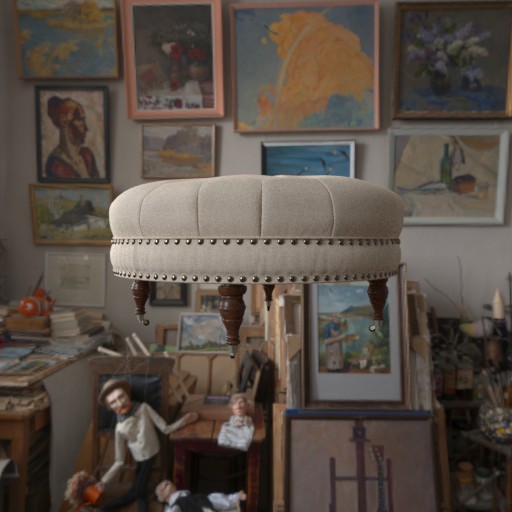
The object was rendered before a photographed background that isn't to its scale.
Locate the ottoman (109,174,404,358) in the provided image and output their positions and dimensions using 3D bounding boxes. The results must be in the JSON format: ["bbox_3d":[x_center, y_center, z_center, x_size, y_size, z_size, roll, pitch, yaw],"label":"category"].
[{"bbox_3d":[0.000,0.000,1.472,0.940,0.483,0.940,0,2,0],"label":"ottoman"}]
